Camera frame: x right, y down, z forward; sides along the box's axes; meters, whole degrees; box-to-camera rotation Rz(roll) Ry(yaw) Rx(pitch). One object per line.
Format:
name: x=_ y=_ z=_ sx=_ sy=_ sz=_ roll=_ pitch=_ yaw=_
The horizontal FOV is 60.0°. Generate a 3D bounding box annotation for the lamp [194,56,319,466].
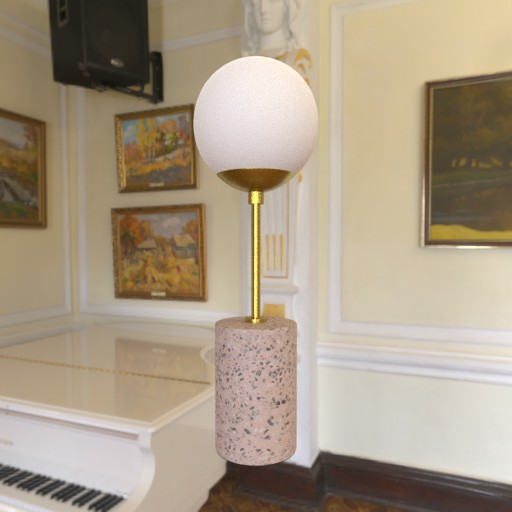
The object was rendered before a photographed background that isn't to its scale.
lamp: x=0.000 y=0.000 z=0.553 sx=0.153 sy=0.480 sz=0.153 roll=0 pitch=1 yaw=0
